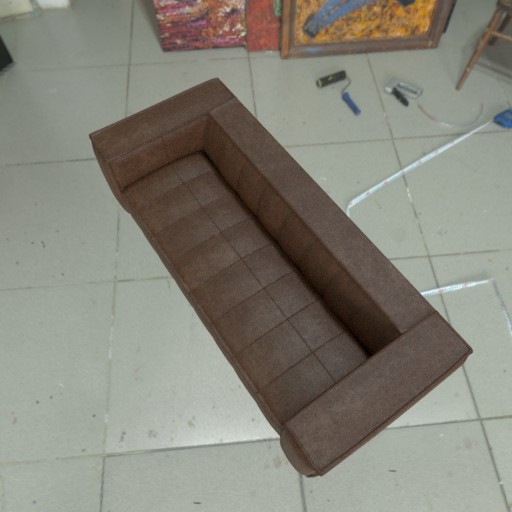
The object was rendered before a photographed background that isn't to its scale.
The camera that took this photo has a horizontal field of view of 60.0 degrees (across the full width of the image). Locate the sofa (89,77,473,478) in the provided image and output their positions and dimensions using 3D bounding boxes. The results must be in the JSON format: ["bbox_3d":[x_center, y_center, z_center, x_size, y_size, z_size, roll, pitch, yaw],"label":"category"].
[{"bbox_3d":[0.000,0.000,2.960,1.102,0.701,2.581,-31,66,-16],"label":"sofa"}]
